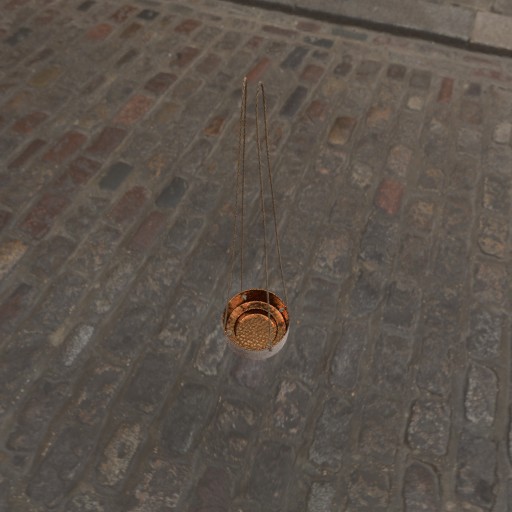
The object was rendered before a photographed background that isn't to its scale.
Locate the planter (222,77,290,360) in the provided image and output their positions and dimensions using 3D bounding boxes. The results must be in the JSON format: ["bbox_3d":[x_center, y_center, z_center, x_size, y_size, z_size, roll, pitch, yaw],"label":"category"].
[{"bbox_3d":[0.000,0.000,1.123,0.223,1.030,0.223,17,60,10],"label":"planter"}]
